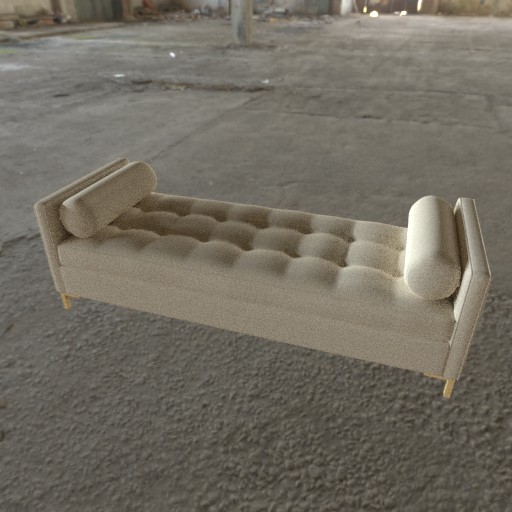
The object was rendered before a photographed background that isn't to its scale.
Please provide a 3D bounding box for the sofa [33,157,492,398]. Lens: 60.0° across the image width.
[{"bbox_3d":[0.000,0.000,2.247,1.985,0.641,0.746,10,32,16],"label":"sofa"}]
